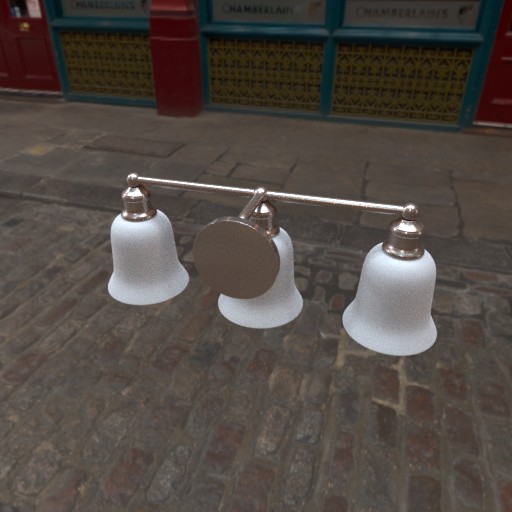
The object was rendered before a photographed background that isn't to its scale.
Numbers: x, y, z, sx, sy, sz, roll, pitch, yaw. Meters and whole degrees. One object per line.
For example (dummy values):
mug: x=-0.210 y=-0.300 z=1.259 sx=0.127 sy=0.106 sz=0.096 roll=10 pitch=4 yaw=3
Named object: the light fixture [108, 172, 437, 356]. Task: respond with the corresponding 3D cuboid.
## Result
light fixture: x=0.000 y=0.000 z=0.684 sx=0.570 sy=0.211 sz=0.198 roll=9 pitch=31 yaw=14
